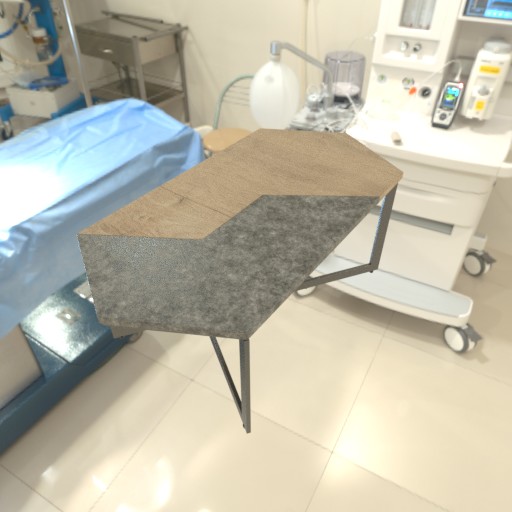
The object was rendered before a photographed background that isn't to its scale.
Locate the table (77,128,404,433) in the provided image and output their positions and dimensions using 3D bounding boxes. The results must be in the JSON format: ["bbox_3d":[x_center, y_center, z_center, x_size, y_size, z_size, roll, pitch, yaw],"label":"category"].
[{"bbox_3d":[0.000,0.000,1.534,0.609,0.457,1.219,25,46,27],"label":"table"}]
